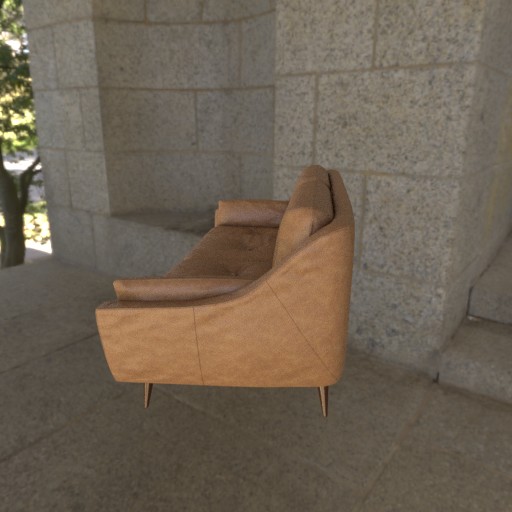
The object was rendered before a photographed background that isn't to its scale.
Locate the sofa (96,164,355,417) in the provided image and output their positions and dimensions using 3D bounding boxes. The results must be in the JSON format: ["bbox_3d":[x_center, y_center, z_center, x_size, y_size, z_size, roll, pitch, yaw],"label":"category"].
[{"bbox_3d":[0.000,0.000,2.376,0.904,0.839,1.902,2,17,8],"label":"sofa"}]
